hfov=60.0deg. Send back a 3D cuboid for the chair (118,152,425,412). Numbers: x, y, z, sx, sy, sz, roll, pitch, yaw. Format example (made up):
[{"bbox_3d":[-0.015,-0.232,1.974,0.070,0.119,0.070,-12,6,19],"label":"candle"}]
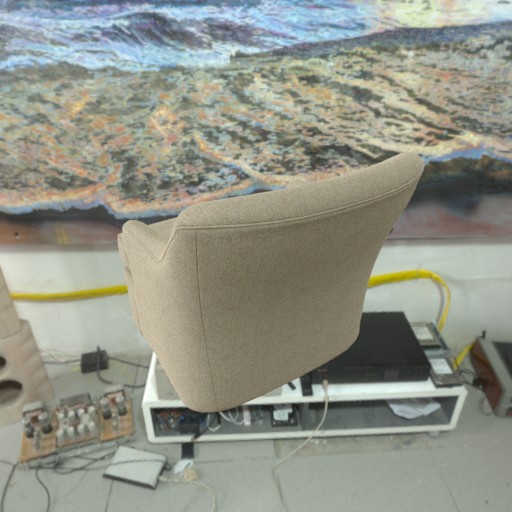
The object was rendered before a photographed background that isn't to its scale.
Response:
[{"bbox_3d":[0.000,0.000,1.637,0.864,0.856,0.923,-18,35,-28],"label":"chair"}]
